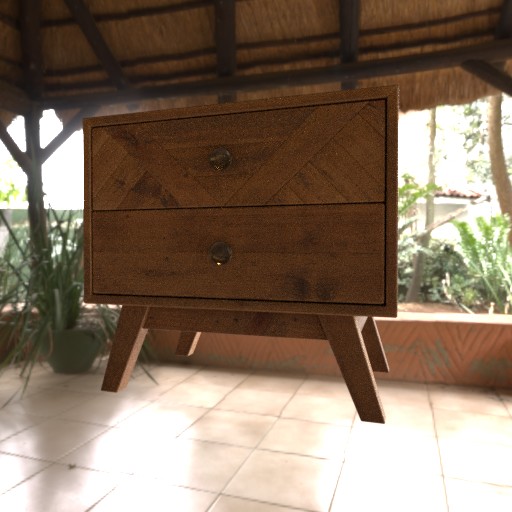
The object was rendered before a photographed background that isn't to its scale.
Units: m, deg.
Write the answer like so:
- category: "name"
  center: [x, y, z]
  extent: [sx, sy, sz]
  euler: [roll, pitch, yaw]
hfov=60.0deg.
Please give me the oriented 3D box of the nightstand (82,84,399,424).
- category: "nightstand"
  center: [0.000, 0.000, 1.066]
  extent: [0.650, 0.599, 0.450]
  euler: [0, 1, 18]
